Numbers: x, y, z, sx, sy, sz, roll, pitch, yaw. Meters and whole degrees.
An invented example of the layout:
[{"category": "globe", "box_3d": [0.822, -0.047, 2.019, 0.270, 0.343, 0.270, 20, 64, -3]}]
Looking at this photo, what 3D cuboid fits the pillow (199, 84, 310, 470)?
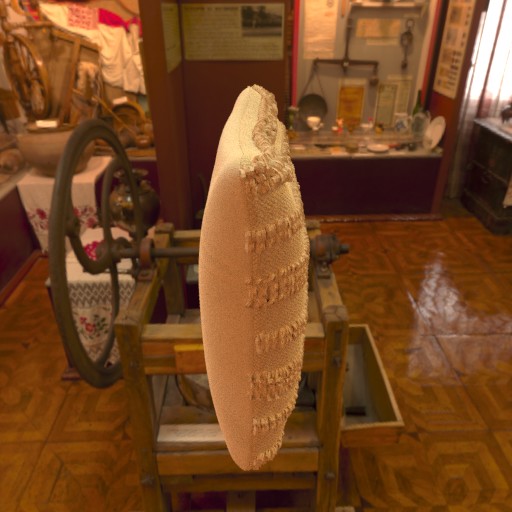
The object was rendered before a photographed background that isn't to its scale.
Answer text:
[{"category": "pillow", "box_3d": [0.000, 0.000, 0.659, 0.145, 0.427, 0.437, 0, 30, 0]}]
